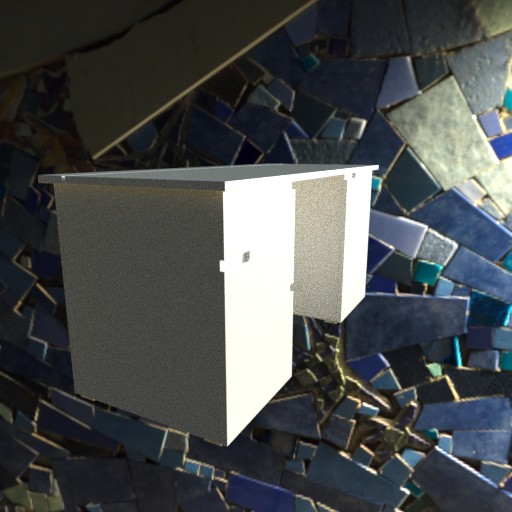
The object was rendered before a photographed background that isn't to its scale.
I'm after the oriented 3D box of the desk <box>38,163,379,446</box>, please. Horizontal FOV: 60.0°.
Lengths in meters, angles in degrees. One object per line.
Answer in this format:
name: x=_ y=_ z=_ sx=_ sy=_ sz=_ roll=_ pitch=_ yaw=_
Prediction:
desk: x=0.000 y=0.000 z=1.965 sx=0.670 sy=0.760 sz=1.580 roll=7 pitch=15 yaw=27
